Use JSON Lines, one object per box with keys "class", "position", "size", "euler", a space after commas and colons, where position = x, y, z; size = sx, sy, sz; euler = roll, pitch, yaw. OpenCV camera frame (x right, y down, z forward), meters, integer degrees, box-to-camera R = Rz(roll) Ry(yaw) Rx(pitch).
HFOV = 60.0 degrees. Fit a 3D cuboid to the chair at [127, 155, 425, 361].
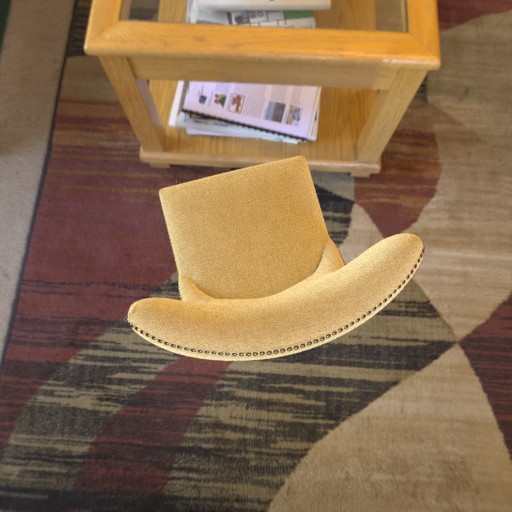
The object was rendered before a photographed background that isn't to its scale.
{"class": "chair", "position": [0.000, 0.000, 1.438], "size": [0.654, 1.002, 0.681], "euler": [-14, 75, -4]}
